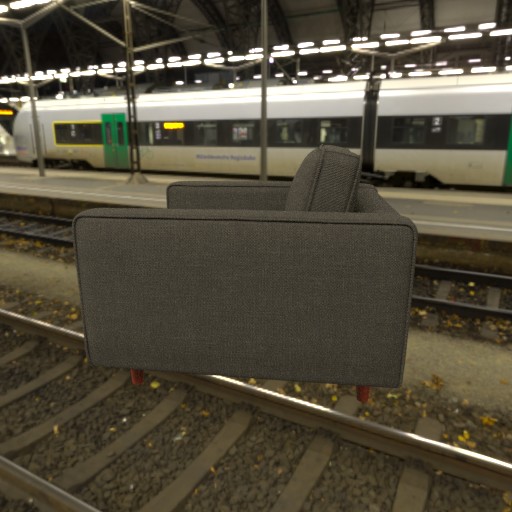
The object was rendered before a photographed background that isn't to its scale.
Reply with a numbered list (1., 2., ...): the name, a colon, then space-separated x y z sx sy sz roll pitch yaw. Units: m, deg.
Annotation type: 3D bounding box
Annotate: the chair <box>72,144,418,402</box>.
1. chair: 0.000 0.000 1.590 0.919 0.770 0.899 2 15 8
